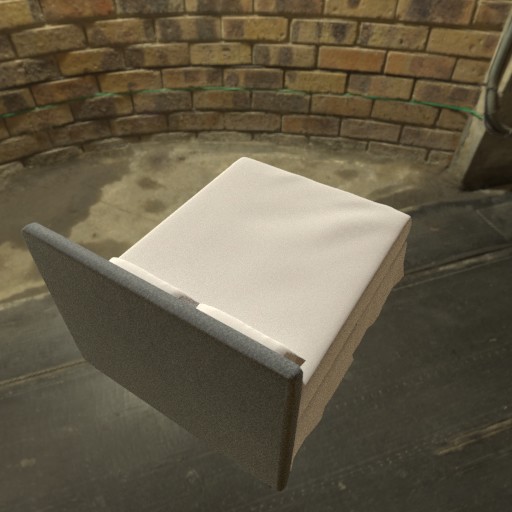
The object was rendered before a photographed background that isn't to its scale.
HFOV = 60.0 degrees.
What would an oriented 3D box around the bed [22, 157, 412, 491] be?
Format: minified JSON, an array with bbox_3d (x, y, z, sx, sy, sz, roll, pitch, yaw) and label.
[{"bbox_3d":[0.000,0.000,3.080,1.723,1.330,2.142,24,50,23],"label":"bed"}]
